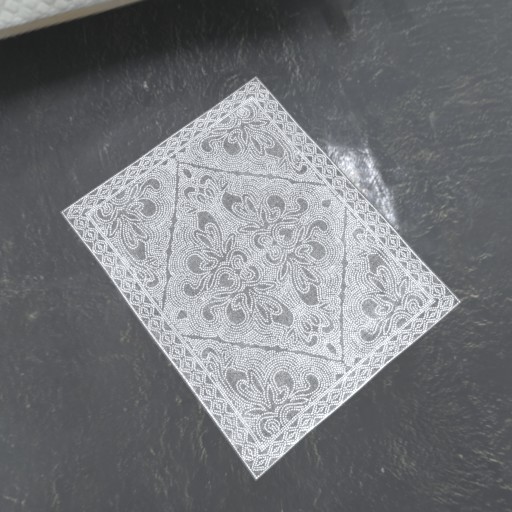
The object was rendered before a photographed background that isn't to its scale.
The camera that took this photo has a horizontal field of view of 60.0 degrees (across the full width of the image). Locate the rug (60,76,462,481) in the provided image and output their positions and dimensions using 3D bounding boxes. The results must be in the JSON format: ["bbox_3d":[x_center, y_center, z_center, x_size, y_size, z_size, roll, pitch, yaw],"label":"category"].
[{"bbox_3d":[0.000,0.000,4.159,2.438,0.012,3.048,-37,79,-9],"label":"rug"}]
